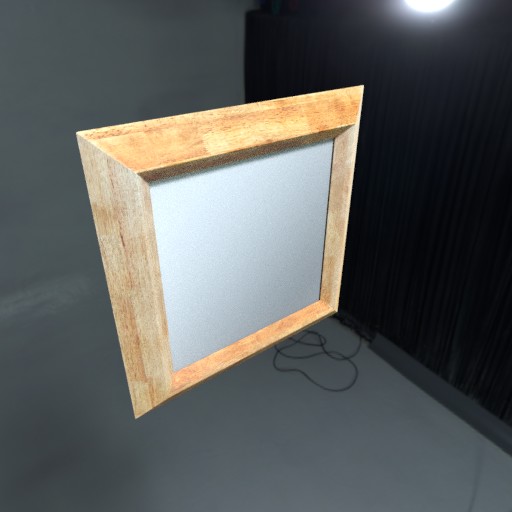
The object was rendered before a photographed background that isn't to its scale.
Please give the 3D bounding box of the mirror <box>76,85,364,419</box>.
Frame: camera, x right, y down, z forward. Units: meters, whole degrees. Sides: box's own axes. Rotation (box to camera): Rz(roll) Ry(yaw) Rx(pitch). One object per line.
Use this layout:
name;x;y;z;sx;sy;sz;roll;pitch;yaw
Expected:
mirror;0.000;0.000;0.993;0.651;0.651;0.047;-21;37;-31
